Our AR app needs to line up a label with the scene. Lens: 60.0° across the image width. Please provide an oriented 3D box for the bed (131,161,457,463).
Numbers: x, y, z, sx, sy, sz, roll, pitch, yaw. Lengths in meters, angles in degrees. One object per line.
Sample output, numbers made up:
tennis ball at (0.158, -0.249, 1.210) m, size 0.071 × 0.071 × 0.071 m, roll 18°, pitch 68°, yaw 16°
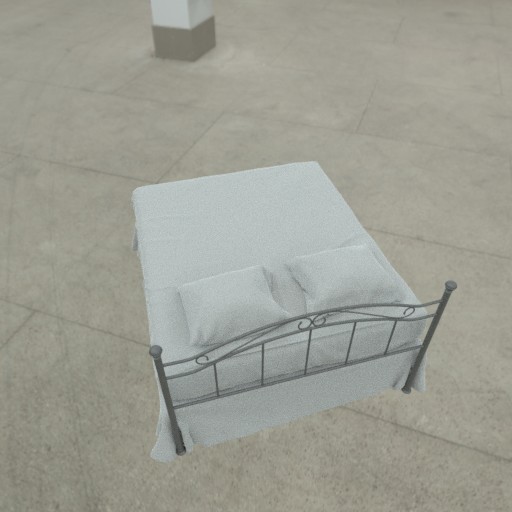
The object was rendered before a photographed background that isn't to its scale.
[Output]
bed at (0.000, 0.000, 3.328) m, size 1.936 × 1.080 × 2.215 m, roll -11°, pitch 43°, yaw -11°
